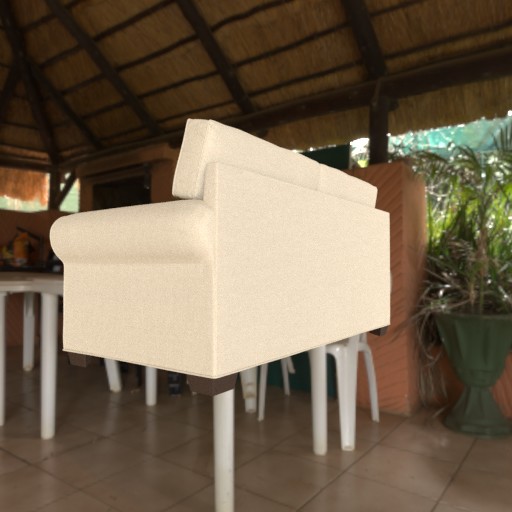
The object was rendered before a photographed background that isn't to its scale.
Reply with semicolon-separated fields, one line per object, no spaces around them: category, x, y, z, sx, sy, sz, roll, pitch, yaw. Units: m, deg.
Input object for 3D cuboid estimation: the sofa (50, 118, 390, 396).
sofa;0.000;0.000;2.294;0.861;0.933;1.774;-1;-2;36
